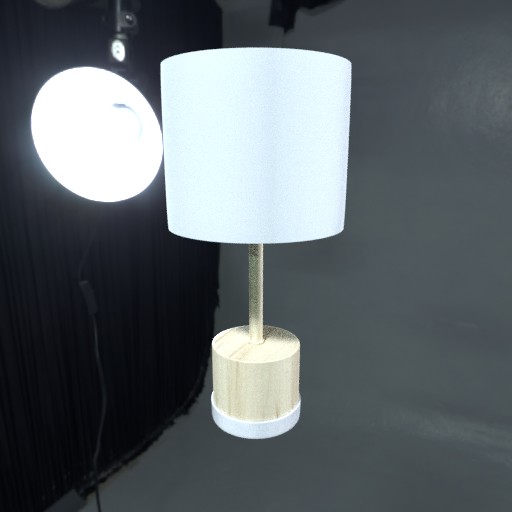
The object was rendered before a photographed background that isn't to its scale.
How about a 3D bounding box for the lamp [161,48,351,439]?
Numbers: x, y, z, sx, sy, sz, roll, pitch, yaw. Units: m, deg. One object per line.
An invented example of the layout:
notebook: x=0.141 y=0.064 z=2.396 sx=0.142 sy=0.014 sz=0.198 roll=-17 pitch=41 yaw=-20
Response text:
lamp: x=0.000 y=0.000 z=0.594 sx=0.229 sy=0.470 sz=0.229 roll=7 pitch=15 yaw=26
